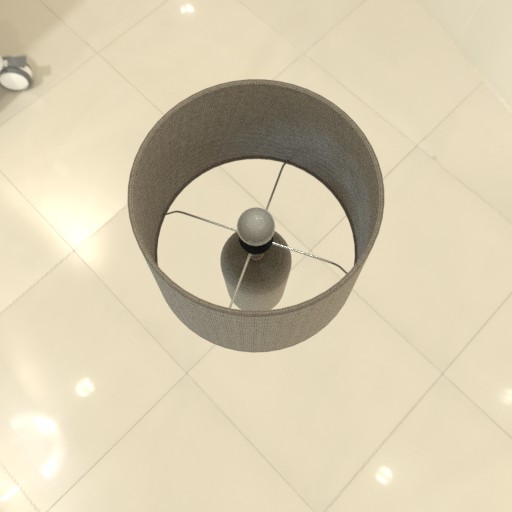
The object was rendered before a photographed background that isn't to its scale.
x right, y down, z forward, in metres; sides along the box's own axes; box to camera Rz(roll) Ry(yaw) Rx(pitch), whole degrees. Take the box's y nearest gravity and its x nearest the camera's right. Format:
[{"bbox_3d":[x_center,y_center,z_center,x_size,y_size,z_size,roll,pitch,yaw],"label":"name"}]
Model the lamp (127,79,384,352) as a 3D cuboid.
[{"bbox_3d":[0.000,0.000,0.843,0.367,0.609,0.367,0,74,0],"label":"lamp"}]
